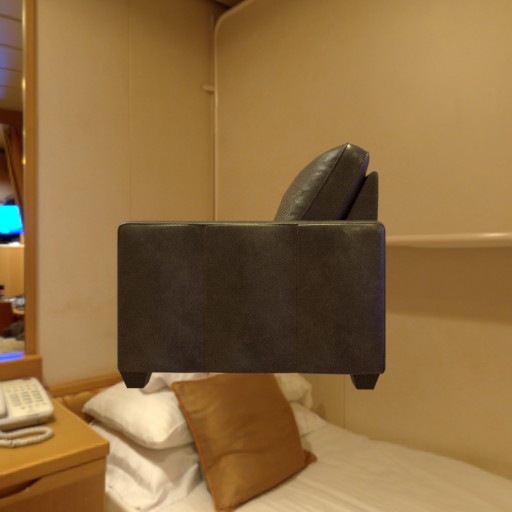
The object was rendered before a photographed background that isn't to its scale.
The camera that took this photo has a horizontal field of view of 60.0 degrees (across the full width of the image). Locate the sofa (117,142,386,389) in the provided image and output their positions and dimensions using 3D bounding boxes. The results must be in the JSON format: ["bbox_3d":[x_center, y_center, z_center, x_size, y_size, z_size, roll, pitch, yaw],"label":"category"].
[{"bbox_3d":[0.000,0.000,2.541,0.939,0.916,2.081,0,0,1],"label":"sofa"}]
